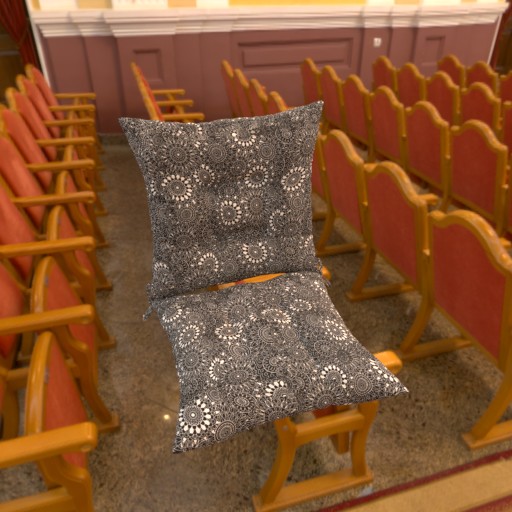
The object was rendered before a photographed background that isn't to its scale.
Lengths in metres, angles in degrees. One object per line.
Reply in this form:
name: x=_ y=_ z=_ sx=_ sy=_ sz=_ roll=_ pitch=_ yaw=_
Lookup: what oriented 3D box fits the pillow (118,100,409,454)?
pillow: x=0.000 y=0.000 z=1.002 sx=0.541 sy=0.536 sz=0.585 roll=-9 pitch=34 yaw=-14
